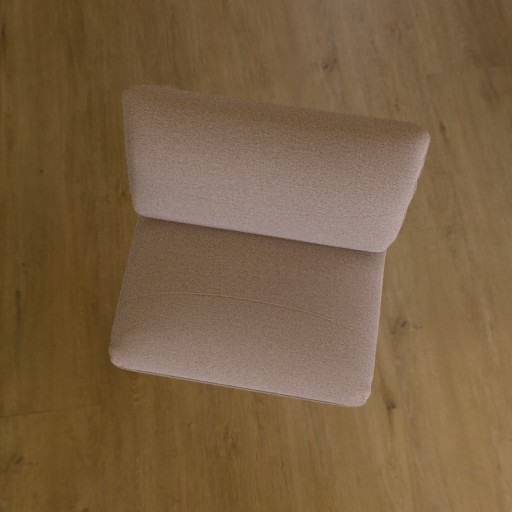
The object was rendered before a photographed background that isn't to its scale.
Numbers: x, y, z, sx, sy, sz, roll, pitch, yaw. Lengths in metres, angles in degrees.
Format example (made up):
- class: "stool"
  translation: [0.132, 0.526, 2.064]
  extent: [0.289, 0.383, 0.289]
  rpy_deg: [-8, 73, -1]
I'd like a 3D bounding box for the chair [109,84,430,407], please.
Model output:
- class: "chair"
  translation: [0.000, 0.000, 1.324]
  extent: [0.820, 0.580, 0.780]
  rpy_deg: [9, 76, 2]
